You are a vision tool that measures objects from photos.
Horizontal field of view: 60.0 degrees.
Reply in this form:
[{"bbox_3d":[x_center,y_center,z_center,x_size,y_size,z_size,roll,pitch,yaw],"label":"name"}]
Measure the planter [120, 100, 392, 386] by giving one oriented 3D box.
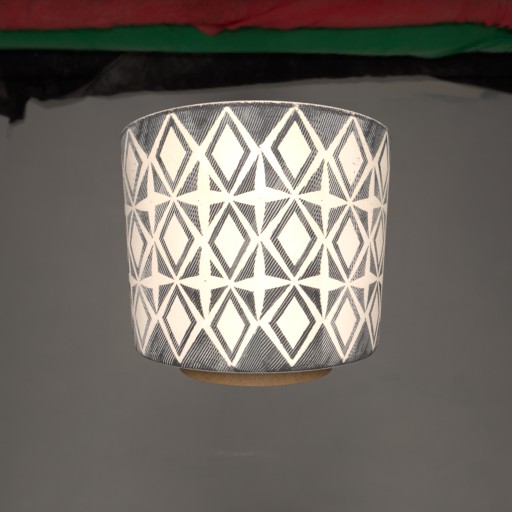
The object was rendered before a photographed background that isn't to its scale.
[{"bbox_3d":[0.000,0.000,0.443,0.260,0.220,0.260,0,-1,0],"label":"planter"}]
